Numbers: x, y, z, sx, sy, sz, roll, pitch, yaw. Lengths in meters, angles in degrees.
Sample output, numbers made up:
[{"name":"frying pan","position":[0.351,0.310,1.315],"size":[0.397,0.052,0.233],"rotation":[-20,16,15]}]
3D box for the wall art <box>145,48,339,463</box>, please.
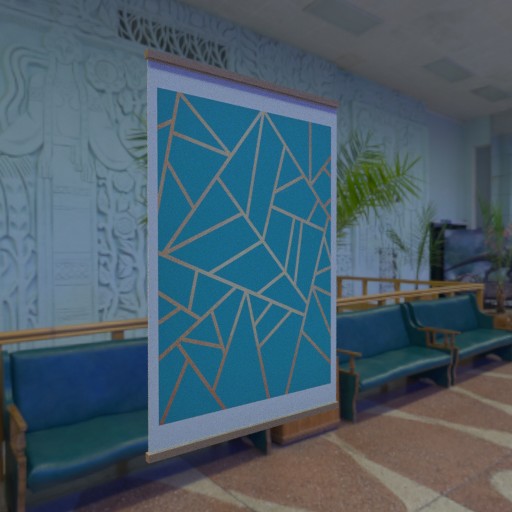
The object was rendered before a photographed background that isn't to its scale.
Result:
[{"name":"wall art","position":[0.000,0.000,1.921],"size":[0.990,1.519,0.030],"rotation":[-1,1,-36]}]
